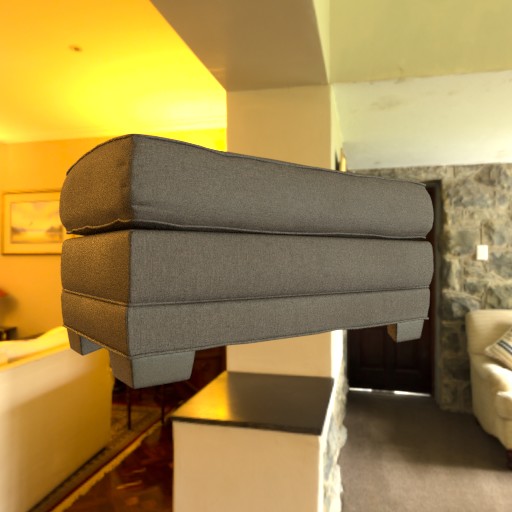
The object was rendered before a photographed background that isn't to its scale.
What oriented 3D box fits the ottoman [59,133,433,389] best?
[{"bbox_3d":[0.000,0.000,1.135,0.864,0.448,0.490,0,-1,-36],"label":"ottoman"}]
